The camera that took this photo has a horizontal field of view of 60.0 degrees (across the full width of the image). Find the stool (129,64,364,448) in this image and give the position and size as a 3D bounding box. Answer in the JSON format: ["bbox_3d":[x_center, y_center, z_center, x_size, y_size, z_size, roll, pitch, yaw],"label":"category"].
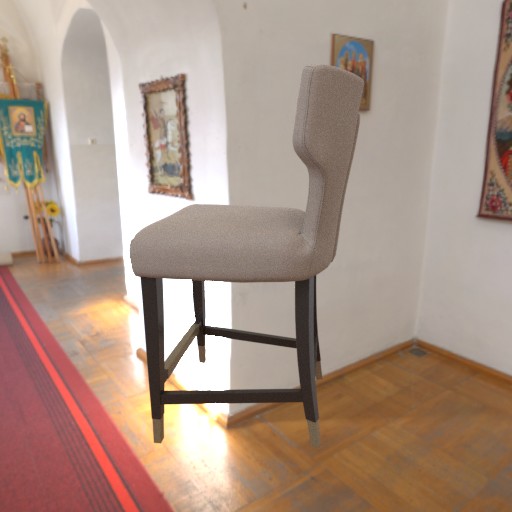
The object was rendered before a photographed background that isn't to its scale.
[{"bbox_3d":[0.000,0.000,1.311,0.563,0.982,0.527,2,15,9],"label":"stool"}]
